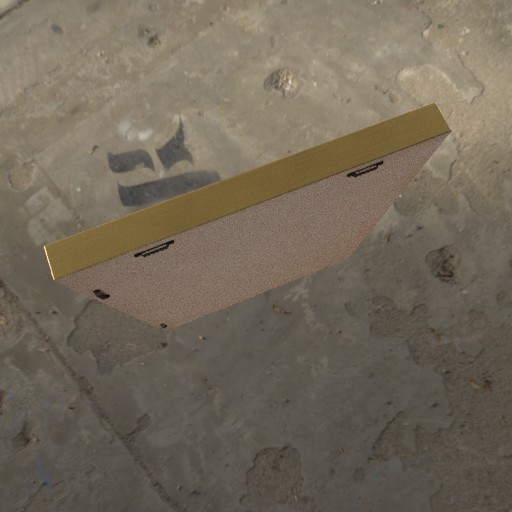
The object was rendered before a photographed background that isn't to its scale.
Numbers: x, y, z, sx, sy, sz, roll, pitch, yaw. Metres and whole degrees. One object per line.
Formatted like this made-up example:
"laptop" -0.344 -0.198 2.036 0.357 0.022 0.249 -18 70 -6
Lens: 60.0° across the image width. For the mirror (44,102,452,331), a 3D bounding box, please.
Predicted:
"mirror" 0.000 0.000 0.668 0.405 0.508 0.041 -21 76 -5
